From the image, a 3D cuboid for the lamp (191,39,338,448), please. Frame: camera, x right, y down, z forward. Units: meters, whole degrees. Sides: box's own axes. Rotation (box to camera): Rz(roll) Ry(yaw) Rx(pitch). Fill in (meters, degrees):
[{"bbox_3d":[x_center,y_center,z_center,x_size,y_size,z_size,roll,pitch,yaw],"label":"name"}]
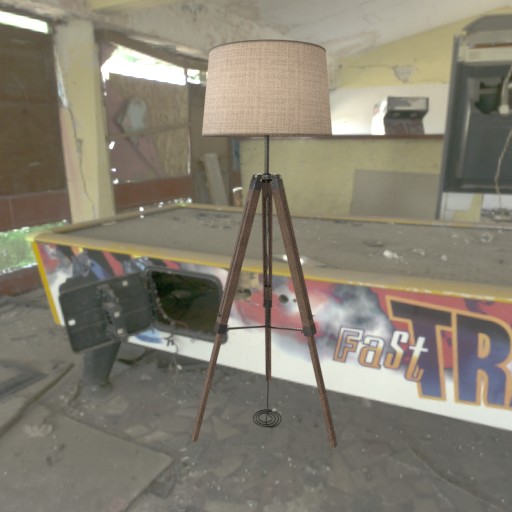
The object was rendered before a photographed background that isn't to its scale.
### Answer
[{"bbox_3d":[0.000,0.000,1.771,0.587,1.510,0.604,-7,16,-26],"label":"lamp"}]
